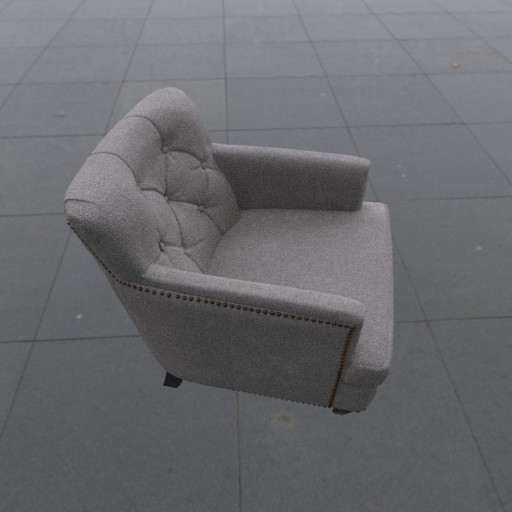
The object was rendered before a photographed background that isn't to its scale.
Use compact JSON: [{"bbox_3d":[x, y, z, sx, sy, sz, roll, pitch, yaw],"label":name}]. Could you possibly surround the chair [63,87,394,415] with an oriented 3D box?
[{"bbox_3d":[0.000,0.000,1.483,0.902,0.823,0.737,8,45,8],"label":"chair"}]
